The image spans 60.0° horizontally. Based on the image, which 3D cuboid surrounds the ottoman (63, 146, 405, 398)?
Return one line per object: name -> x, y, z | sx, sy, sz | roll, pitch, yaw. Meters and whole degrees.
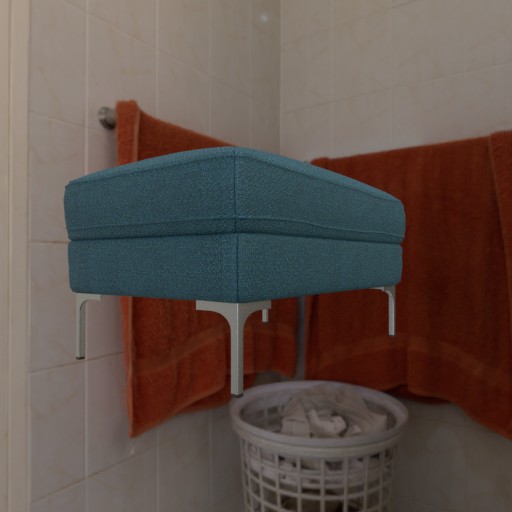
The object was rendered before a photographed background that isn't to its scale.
ottoman -> 0.000, 0.000, 1.221 | 0.563, 0.498, 0.856 | 0, -1, 37
